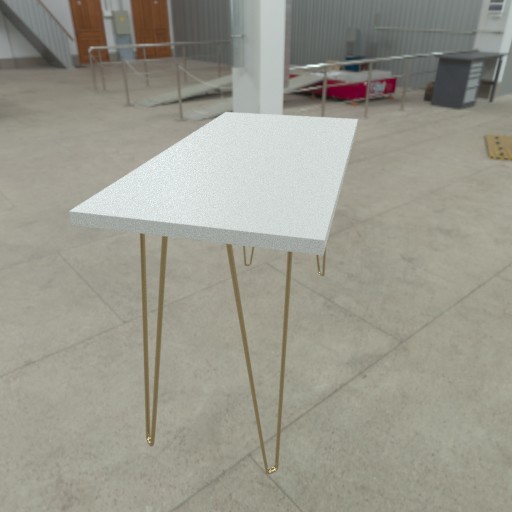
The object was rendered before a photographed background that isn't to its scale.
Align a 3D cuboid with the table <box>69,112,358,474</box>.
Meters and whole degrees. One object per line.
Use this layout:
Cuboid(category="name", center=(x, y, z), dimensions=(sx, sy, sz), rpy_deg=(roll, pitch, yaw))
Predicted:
Cuboid(category="table", center=(0.000, 0.000, 1.383), dimensions=(0.498, 0.660, 0.991), rpy_deg=(7, 30, 13))
